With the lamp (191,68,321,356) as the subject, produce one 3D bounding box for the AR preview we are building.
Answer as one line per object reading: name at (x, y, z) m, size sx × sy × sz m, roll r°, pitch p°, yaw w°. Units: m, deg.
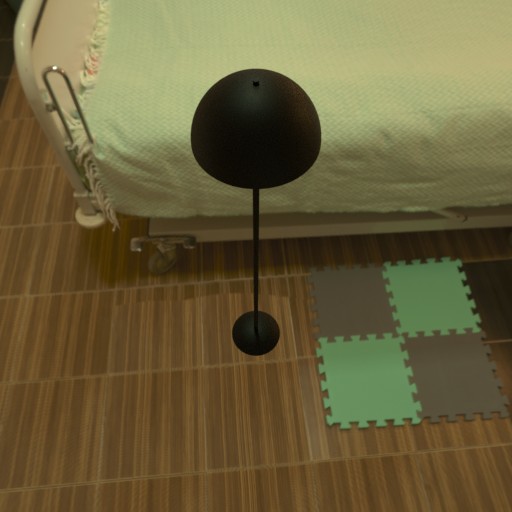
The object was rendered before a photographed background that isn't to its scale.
lamp at (0.000, 0.000, 1.604) m, size 0.328 × 1.480 × 0.328 m, roll -30°, pitch 63°, yaw -17°
